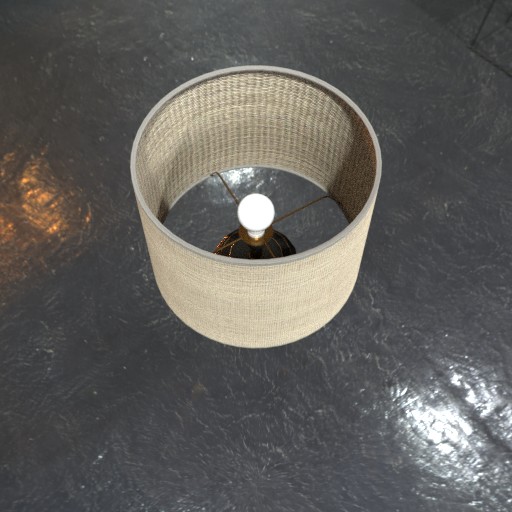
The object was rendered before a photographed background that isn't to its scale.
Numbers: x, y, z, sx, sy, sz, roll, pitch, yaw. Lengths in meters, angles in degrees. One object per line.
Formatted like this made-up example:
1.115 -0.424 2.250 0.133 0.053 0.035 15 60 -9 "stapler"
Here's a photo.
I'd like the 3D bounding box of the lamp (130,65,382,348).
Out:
0.000 0.000 0.840 0.376 0.594 0.376 0 63 0 "lamp"
